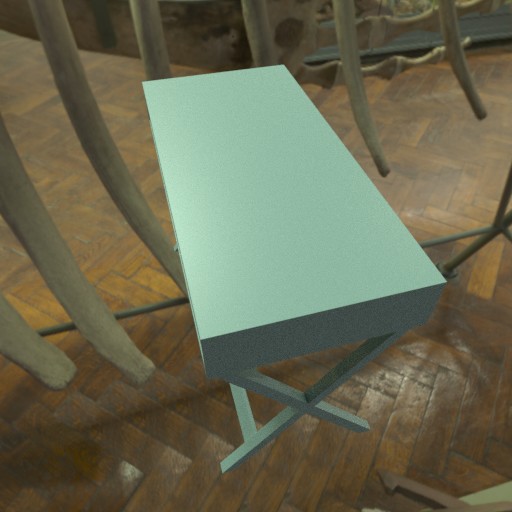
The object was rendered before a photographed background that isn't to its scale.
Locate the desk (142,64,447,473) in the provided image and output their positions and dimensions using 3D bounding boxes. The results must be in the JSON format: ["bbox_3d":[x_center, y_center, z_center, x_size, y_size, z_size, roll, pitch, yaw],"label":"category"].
[{"bbox_3d":[0.000,0.000,1.479,0.509,0.780,1.059,-11,48,-11],"label":"desk"}]
